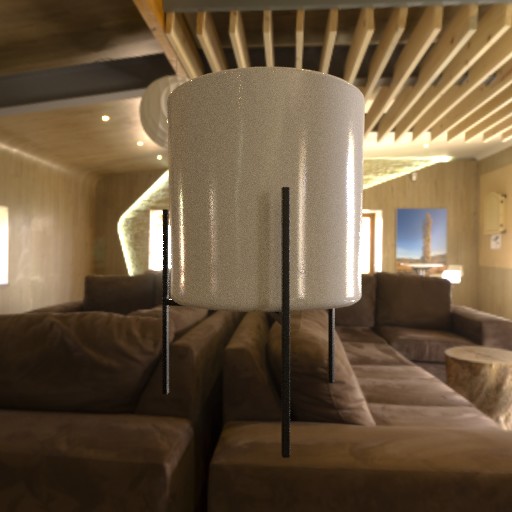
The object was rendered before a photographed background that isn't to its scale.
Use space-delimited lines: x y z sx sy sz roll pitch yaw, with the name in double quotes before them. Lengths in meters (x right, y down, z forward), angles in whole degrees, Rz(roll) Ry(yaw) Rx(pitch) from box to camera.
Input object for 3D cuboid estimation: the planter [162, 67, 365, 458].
"planter" 0.000 0.000 0.644 0.308 0.431 0.307 0 0 19
